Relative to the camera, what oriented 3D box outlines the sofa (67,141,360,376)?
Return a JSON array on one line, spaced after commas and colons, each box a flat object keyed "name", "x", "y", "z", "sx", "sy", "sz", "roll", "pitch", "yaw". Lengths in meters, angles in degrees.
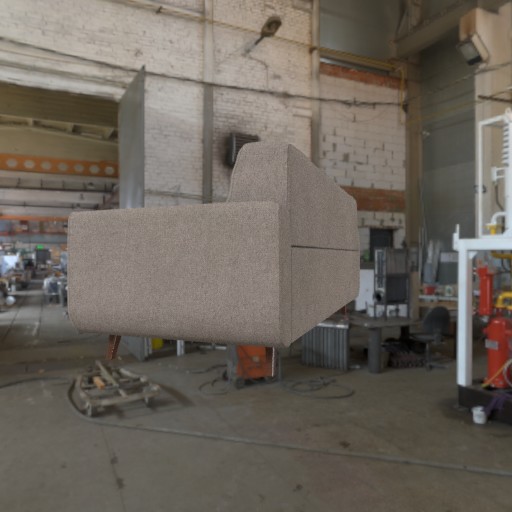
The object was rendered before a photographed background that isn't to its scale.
[{"name": "sofa", "x": 0.000, "y": 0.000, "z": 2.496, "sx": 0.909, "sy": 0.841, "sz": 2.029, "roll": 0, "pitch": 0, "yaw": 20}]
